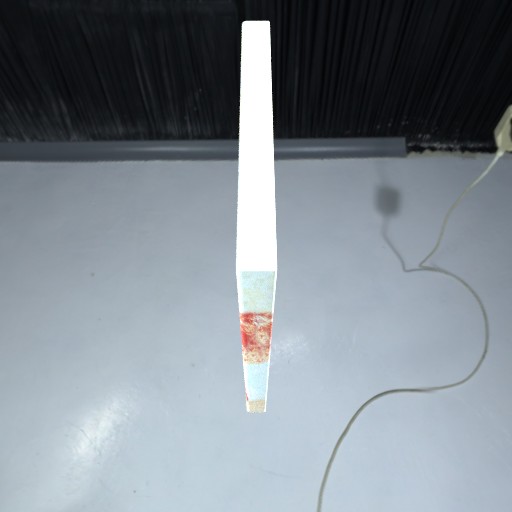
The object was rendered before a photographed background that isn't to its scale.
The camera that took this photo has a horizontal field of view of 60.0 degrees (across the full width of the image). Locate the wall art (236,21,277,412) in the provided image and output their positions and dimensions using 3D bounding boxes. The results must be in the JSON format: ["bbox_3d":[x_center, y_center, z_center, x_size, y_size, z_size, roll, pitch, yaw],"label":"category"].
[{"bbox_3d":[0.000,0.000,0.776,0.038,0.610,0.401,0,59,0],"label":"wall art"}]
